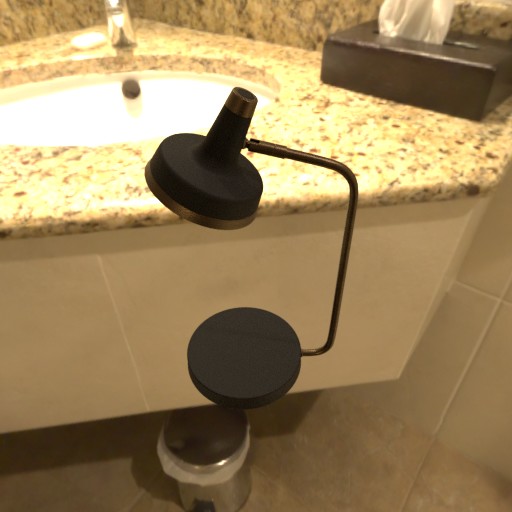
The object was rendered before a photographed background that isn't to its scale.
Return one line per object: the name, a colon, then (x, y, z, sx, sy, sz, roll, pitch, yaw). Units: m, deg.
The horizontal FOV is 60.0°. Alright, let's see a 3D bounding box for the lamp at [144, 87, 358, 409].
lamp: (0.000, 0.000, 0.512, 0.218, 0.385, 0.162, 0, 40, -1)
